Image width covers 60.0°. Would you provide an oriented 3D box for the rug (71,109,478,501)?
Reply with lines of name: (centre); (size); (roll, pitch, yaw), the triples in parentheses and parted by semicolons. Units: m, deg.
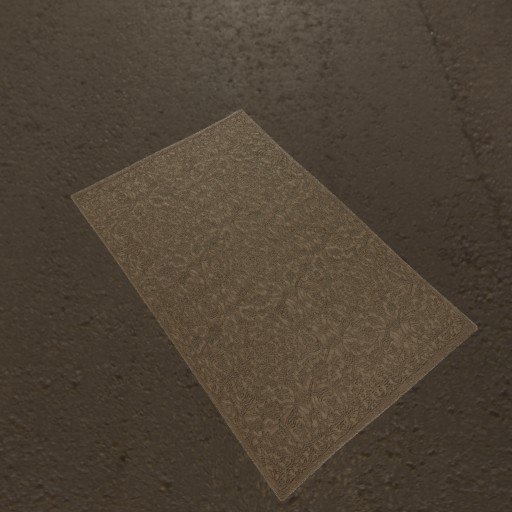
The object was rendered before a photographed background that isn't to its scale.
rug: (0.000, 0.000, 2.938); (1.529, 0.012, 2.435); (-33, 64, -18)
